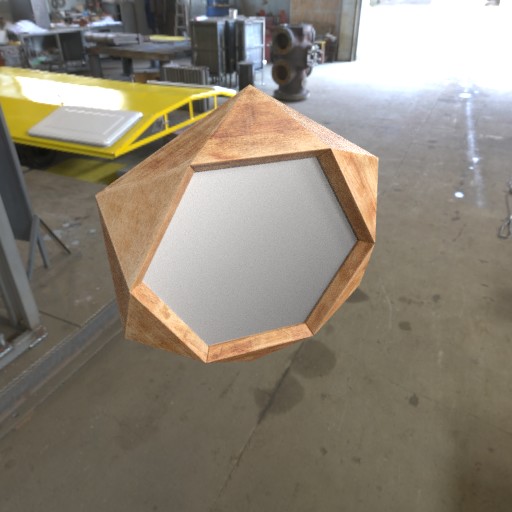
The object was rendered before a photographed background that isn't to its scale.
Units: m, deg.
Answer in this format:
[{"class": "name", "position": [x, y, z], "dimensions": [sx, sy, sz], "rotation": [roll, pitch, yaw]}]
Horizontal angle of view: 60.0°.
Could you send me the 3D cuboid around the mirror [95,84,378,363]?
[{"class": "mirror", "position": [0.000, 0.000, 1.080], "dimensions": [0.675, 0.779, 0.091], "rotation": [-11, 33, -17]}]
